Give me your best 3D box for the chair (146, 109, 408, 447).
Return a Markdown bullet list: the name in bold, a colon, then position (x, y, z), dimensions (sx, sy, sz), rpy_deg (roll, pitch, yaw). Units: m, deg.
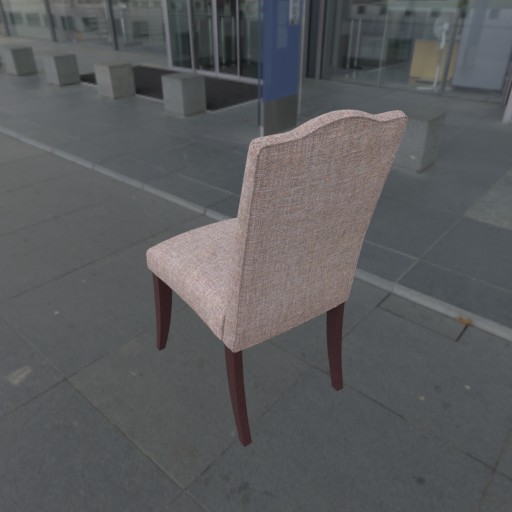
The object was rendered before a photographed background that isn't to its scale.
- **chair**: position (0.000, 0.000, 1.403), dimensions (0.513, 1.016, 0.660), rpy_deg (-20, 36, -29)
